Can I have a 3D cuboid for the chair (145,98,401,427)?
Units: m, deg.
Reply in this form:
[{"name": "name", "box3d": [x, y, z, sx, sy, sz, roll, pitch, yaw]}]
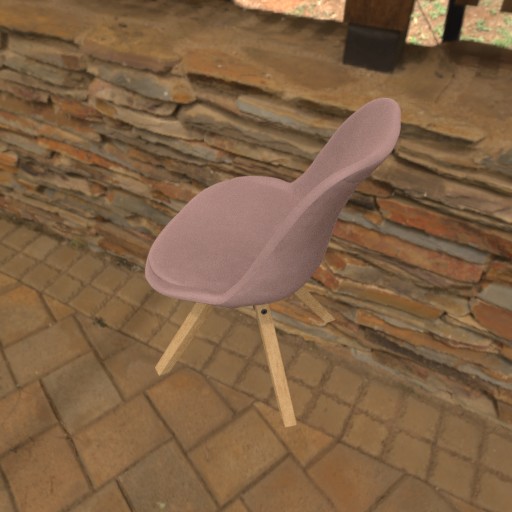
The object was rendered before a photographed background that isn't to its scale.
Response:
[{"name": "chair", "box3d": [0.000, 0.000, 1.156, 0.550, 0.850, 0.485, 17, 48, 16]}]
